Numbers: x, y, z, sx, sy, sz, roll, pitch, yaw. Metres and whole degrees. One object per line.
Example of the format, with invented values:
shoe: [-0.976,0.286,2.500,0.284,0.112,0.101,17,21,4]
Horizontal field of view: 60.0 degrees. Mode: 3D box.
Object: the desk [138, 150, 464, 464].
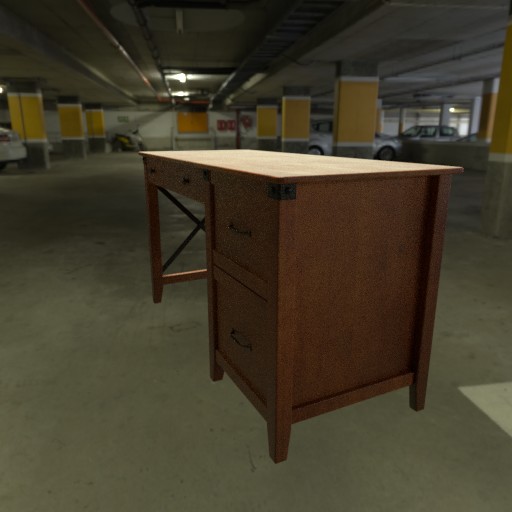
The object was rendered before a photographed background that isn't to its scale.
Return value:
desk: [0.000,0.000,1.738,0.574,0.756,1.353,-8,17,-26]
